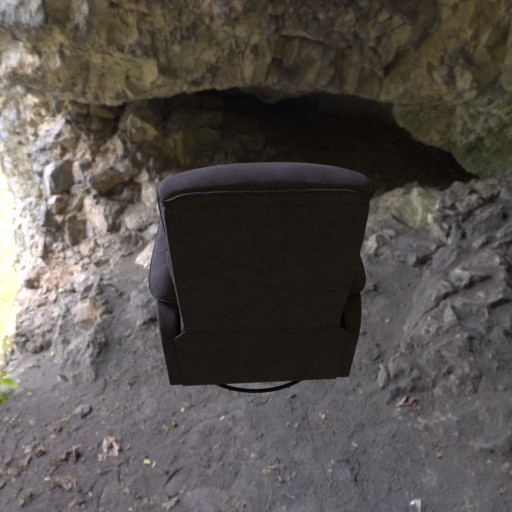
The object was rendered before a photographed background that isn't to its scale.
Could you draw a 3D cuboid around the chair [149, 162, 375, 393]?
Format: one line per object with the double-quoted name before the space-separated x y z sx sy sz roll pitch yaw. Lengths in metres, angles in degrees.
"chair" 0.000 0.000 1.789 0.830 1.036 1.009 -2 30 -3
